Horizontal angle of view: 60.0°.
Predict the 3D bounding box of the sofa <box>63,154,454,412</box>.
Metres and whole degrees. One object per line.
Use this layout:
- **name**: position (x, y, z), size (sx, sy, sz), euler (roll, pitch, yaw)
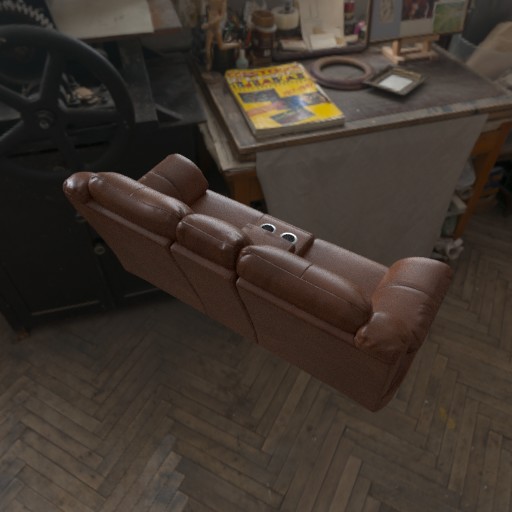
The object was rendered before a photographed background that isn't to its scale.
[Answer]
- **sofa**: position (0.000, 0.000, 2.633), size (2.058, 1.043, 0.991), euler (26, 51, 23)
